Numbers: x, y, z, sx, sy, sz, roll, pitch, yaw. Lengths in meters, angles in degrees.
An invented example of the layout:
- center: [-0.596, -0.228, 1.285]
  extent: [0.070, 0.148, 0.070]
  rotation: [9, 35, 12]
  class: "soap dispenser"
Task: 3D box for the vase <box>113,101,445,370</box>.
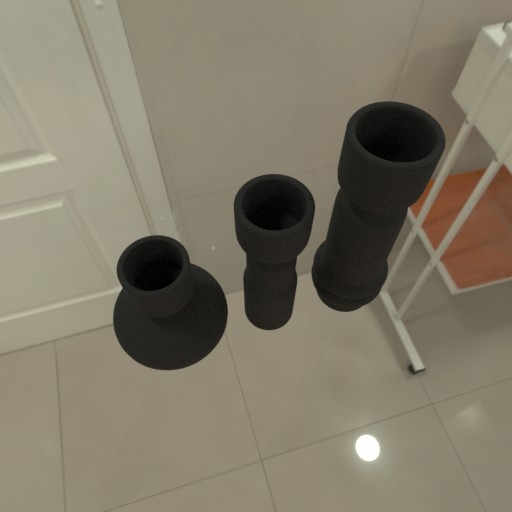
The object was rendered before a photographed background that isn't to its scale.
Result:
- center: [0.000, 0.000, 0.425]
  extent: [0.307, 0.249, 0.120]
  rotation: [-14, 58, -9]
  class: "vase"
